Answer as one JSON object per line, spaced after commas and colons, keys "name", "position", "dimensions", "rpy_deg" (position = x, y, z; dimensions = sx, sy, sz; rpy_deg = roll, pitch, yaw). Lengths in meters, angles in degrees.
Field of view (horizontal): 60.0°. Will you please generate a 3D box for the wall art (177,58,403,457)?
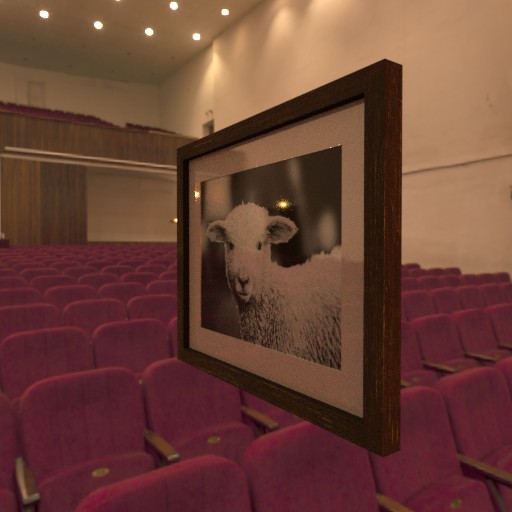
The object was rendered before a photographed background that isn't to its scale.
{"name": "wall art", "position": [0.000, 0.000, 0.745], "dimensions": [0.032, 0.457, 0.558], "rpy_deg": [-1, 1, -35]}
